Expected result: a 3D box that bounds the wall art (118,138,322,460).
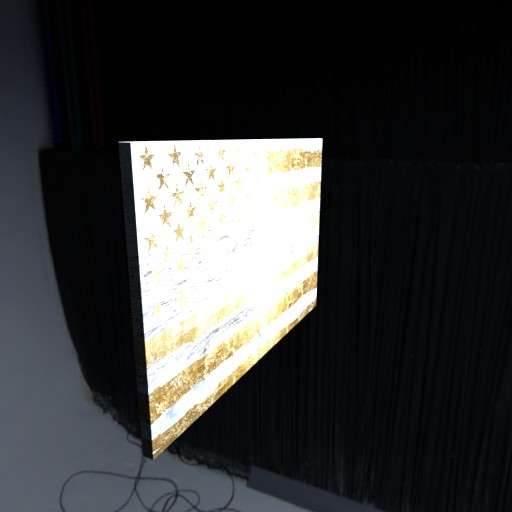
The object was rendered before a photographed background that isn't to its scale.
[{"bbox_3d":[0.000,0.000,1.202,0.027,0.610,0.932,8,17,26],"label":"wall art"}]
